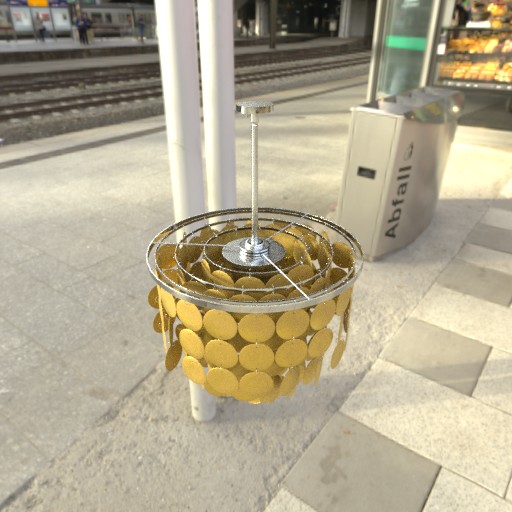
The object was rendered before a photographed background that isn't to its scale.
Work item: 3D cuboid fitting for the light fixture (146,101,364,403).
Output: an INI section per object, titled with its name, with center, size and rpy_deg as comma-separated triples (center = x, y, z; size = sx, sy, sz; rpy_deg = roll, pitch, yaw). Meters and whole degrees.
[light fixture]
center = 0.000, 0.000, 0.747
size = 0.368, 0.492, 0.368
rpy_deg = 0, 28, 0
